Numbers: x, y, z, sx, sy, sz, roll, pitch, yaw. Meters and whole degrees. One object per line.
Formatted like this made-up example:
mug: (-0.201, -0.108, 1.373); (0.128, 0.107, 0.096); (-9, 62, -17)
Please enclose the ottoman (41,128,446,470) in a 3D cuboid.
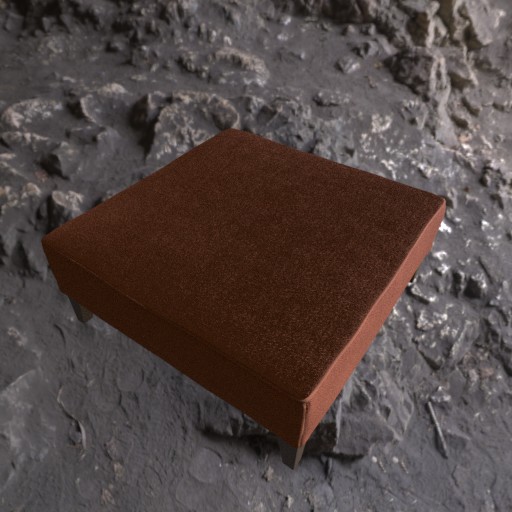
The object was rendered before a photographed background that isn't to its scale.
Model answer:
ottoman: (0.000, 0.000, 1.588); (0.999, 0.438, 0.997); (25, 47, 26)
